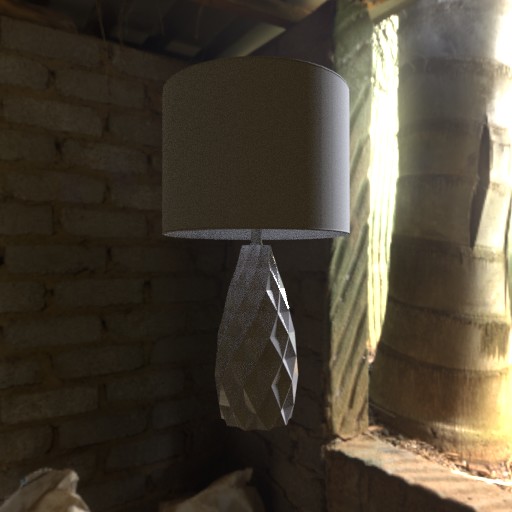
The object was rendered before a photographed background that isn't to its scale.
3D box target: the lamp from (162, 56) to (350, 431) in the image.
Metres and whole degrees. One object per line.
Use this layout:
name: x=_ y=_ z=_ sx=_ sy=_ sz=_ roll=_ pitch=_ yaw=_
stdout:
lamp: x=0.000 y=0.000 z=0.717 sx=0.297 sy=0.522 sz=0.297 roll=0 pitch=-1 yaw=0
